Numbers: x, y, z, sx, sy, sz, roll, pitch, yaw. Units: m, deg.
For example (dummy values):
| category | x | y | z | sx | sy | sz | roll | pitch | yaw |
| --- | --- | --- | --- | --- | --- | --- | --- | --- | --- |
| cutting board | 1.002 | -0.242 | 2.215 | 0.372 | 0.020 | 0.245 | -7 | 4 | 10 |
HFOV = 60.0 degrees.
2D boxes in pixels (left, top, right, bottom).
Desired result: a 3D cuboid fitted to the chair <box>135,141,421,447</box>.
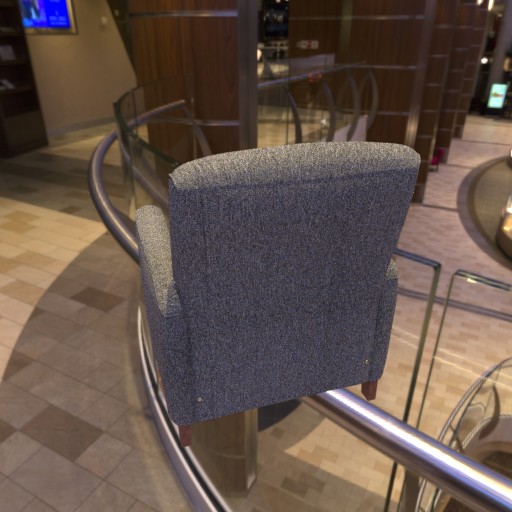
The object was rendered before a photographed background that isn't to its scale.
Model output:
| category | x | y | z | sx | sy | sz | roll | pitch | yaw |
| --- | --- | --- | --- | --- | --- | --- | --- | --- | --- |
| chair | 0.000 | 0.000 | 1.669 | 0.848 | 1.014 | 0.864 | -8 | 28 | -15 |
